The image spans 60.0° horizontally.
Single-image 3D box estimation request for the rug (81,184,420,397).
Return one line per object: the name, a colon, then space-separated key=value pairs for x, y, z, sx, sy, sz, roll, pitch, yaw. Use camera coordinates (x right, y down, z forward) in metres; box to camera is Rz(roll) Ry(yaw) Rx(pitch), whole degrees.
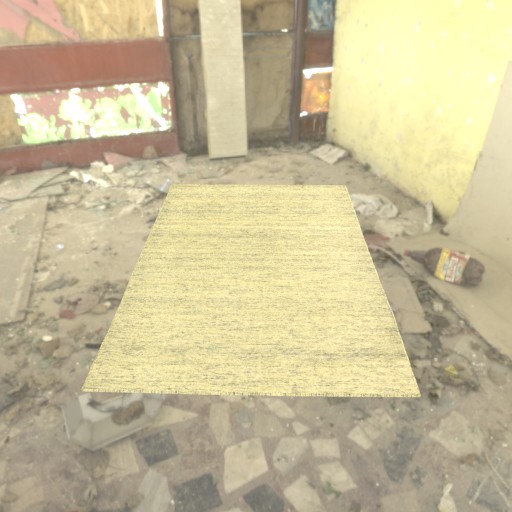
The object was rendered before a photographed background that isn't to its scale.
rug: x=0.000 y=0.000 z=2.911 sx=1.523 sy=0.017 sz=2.263 roll=1 pitch=33 yaw=1
